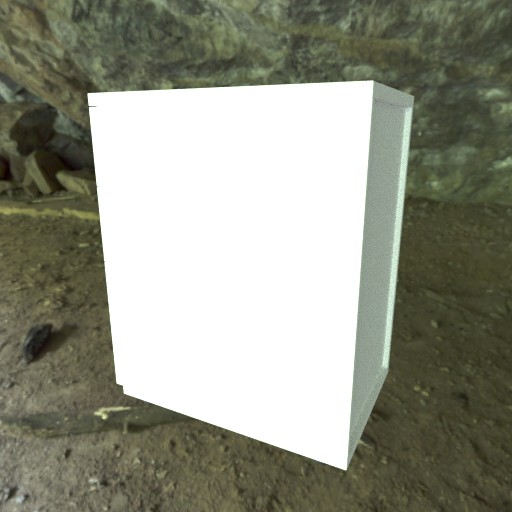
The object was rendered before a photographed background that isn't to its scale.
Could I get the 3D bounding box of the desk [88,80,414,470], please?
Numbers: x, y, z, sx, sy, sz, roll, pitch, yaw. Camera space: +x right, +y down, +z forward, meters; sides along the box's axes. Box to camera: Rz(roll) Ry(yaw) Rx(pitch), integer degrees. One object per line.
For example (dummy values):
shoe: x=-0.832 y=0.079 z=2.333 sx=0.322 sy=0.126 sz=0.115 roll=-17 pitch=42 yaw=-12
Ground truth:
desk: x=0.000 y=0.000 z=1.066 sx=0.600 sy=0.730 sz=0.404 roll=8 pitch=18 yaw=26
